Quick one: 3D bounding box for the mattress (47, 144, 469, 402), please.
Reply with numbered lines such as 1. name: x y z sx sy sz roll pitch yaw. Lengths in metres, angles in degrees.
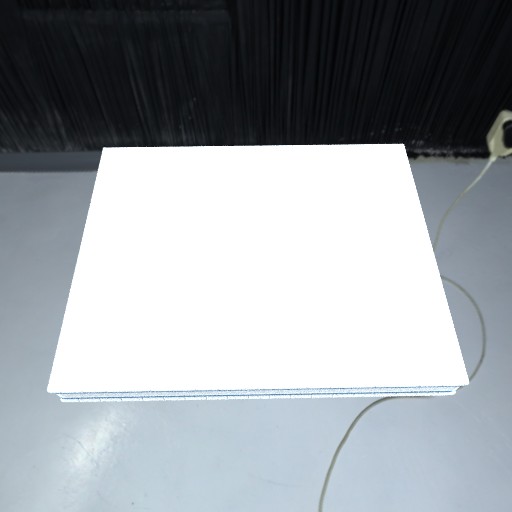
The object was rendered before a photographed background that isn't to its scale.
1. mattress: 0.000 0.000 2.606 2.000 0.230 1.600 -1 58 -1
